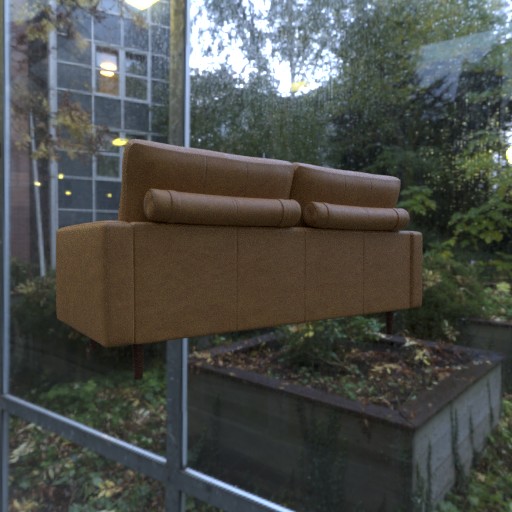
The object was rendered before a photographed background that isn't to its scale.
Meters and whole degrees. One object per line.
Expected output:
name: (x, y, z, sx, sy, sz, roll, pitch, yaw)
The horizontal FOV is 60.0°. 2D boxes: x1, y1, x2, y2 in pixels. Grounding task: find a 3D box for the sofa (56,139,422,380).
sofa: (0.000, 0.000, 2.317, 1.821, 0.898, 0.850, -1, 1, -36)
